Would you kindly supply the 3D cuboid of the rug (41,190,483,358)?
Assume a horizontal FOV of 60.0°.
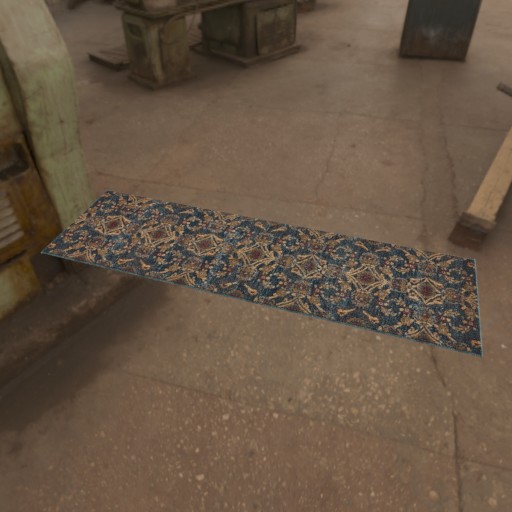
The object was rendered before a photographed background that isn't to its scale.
[{"bbox_3d":[0.000,0.000,2.436,2.292,0.014,0.685,12,42,14],"label":"rug"}]
